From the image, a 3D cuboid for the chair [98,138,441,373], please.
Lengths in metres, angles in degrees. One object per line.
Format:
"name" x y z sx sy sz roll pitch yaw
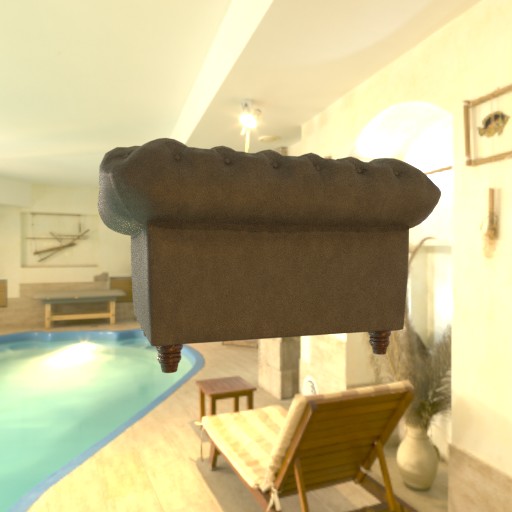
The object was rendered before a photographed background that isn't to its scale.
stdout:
"chair" 0.000 0.000 1.918 1.298 0.780 0.943 0 0 -19
